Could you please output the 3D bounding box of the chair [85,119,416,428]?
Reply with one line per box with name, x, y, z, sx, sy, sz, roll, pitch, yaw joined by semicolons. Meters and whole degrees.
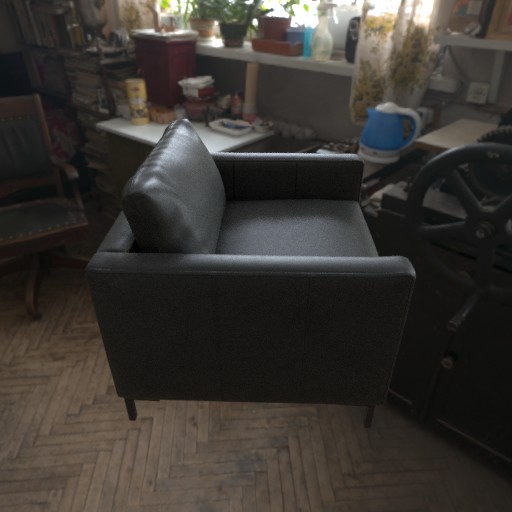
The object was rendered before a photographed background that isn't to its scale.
chair;0.000;0.000;1.549;0.861;0.824;0.967;1;33;2
